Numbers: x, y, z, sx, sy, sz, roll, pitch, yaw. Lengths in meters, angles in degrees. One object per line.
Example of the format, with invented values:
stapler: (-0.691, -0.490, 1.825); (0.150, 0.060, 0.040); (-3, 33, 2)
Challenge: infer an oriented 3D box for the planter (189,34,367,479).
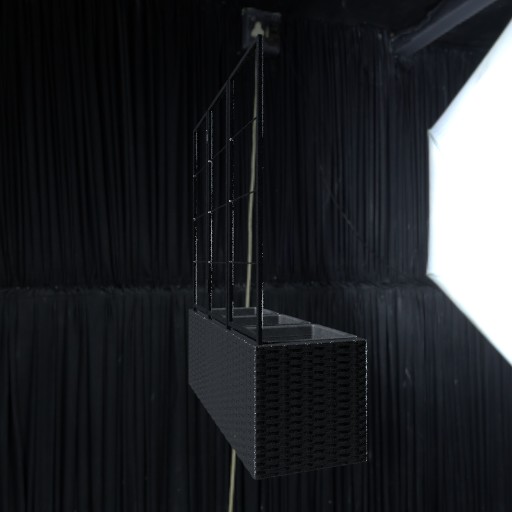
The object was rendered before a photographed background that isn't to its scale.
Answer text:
planter: (0.000, 0.000, 1.193); (0.244, 0.841, 0.698); (0, -1, -19)
